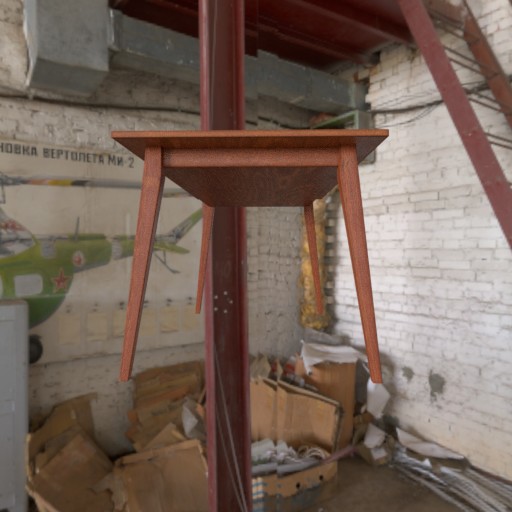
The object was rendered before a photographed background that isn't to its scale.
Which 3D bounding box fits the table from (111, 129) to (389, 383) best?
[{"bbox_3d":[0.000,0.000,2.094,0.811,0.755,1.609,0,1,2],"label":"table"}]
